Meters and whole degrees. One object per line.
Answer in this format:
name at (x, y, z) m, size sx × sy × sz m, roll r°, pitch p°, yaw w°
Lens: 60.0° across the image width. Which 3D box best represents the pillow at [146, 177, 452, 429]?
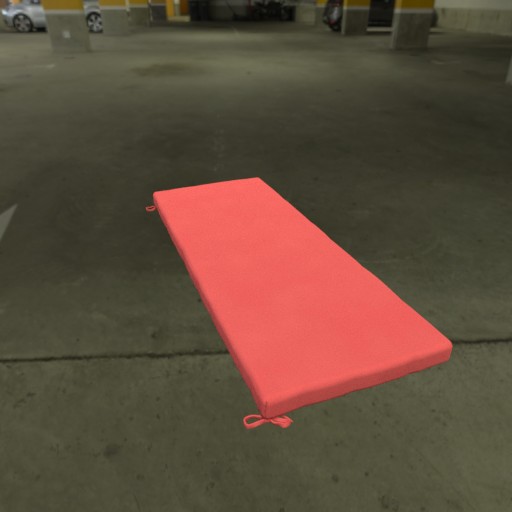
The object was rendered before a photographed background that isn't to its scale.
pillow at (0.000, 0.000, 1.367) m, size 0.492 × 0.081 × 1.187 m, roll -11°, pitch 32°, yaw -19°
